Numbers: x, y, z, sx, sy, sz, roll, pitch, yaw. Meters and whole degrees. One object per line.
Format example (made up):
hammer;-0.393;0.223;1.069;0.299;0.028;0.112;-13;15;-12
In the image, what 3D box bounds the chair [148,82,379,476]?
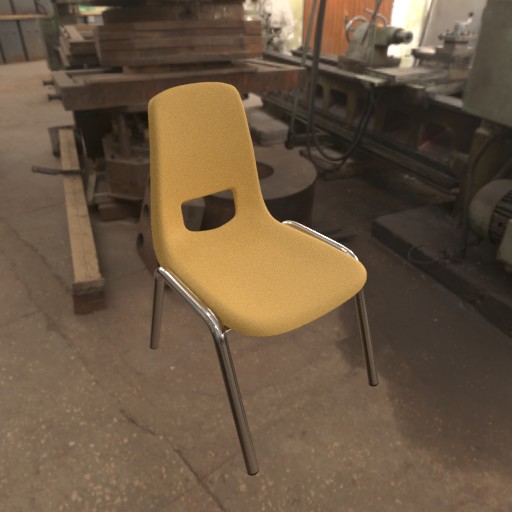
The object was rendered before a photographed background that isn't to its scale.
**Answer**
chair;0.000;0.000;0.863;0.354;0.586;0.423;-22;37;-32
